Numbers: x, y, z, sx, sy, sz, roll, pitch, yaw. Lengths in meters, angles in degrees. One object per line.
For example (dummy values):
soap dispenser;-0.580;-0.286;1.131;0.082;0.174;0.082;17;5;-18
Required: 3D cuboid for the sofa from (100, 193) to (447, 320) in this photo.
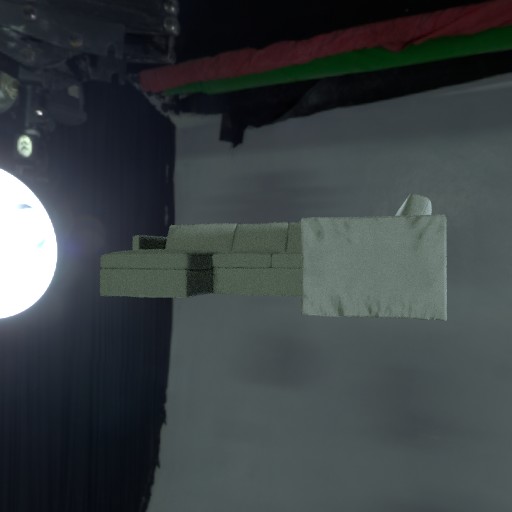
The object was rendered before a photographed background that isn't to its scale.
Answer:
sofa;0.000;0.000;4.550;3.434;0.869;2.440;0;0;19
